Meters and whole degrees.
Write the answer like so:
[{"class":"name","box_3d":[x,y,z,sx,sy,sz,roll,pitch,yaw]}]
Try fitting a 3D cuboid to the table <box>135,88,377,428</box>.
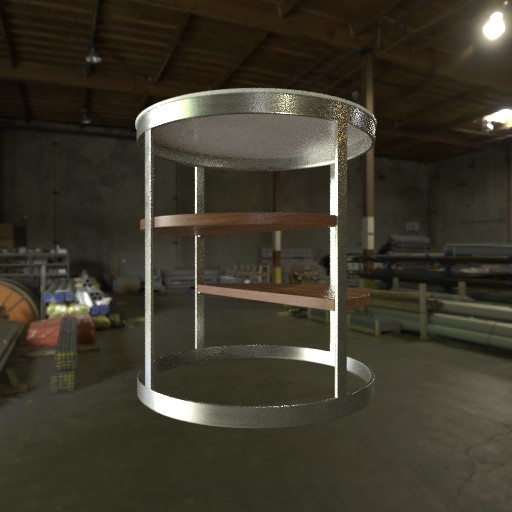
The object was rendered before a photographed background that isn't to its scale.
[{"class":"table","box_3d":[0.000,0.000,0.777,0.407,0.447,0.407,0,0,0]}]
